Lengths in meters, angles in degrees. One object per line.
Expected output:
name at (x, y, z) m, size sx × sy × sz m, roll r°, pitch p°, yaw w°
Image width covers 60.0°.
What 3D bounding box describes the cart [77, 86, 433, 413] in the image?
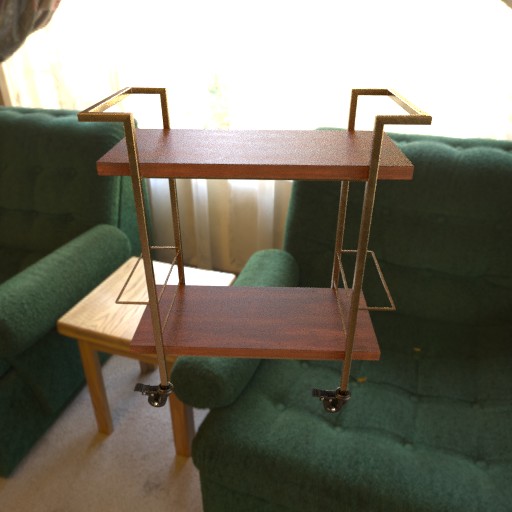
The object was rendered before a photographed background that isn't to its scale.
cart at (0.000, 0.000, 1.191) m, size 0.695 × 0.807 × 0.364 m, roll 1°, pitch 30°, yaw 2°
